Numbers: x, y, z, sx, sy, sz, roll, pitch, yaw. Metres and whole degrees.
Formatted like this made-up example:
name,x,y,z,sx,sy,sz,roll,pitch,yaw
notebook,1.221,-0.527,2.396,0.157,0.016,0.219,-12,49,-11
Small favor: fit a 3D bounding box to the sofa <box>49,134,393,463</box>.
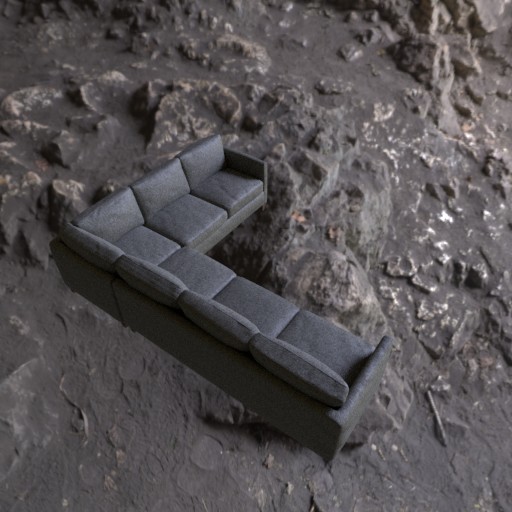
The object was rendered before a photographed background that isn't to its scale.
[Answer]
name,x,y,z,sx,sy,sz,roll,pitch,yaw
sofa,0.000,0.000,4.618,3.302,0.947,2.593,26,49,25
